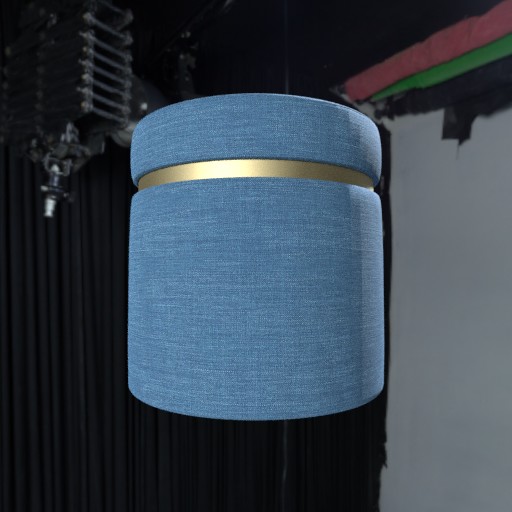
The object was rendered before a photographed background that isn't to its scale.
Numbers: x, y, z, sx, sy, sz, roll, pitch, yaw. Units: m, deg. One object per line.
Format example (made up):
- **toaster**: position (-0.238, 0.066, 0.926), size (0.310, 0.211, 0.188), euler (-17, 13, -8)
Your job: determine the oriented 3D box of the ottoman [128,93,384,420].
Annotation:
- **ottoman**: position (0.000, 0.000, 0.722), size (0.398, 0.406, 0.398), euler (0, -2, 0)
